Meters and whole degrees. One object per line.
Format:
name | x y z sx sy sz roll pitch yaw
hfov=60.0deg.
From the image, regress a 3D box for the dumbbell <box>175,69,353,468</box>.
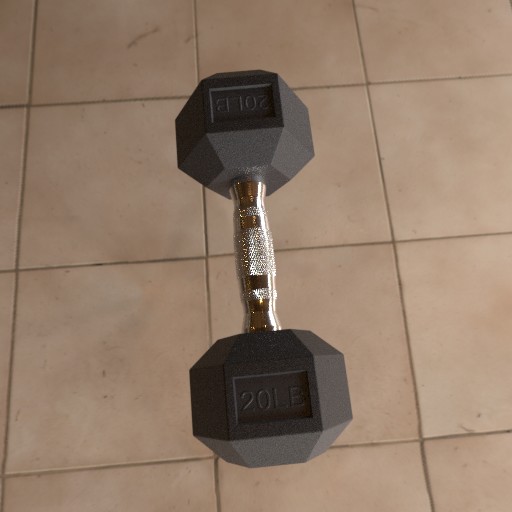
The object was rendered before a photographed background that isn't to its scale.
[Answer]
dumbbell | 0.000 0.000 0.353 0.116 0.101 0.297 -5 75 -1
